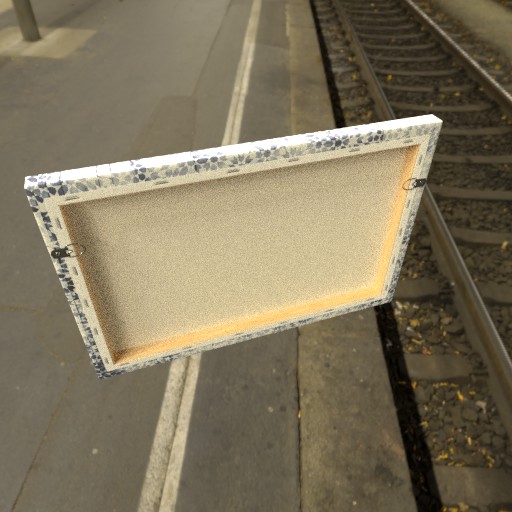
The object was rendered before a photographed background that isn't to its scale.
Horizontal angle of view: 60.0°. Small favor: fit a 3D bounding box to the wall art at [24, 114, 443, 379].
[{"bbox_3d":[0.000,0.000,0.756,0.608,0.406,0.030,-12,42,-14],"label":"wall art"}]
